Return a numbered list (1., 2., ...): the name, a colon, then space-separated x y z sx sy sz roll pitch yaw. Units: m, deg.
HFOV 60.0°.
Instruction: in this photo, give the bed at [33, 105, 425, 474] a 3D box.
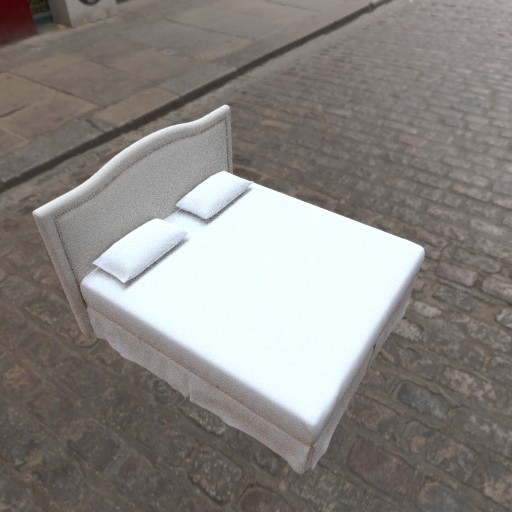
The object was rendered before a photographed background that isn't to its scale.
1. bed: 0.000 0.000 3.487 2.182 1.421 2.083 25 47 25
